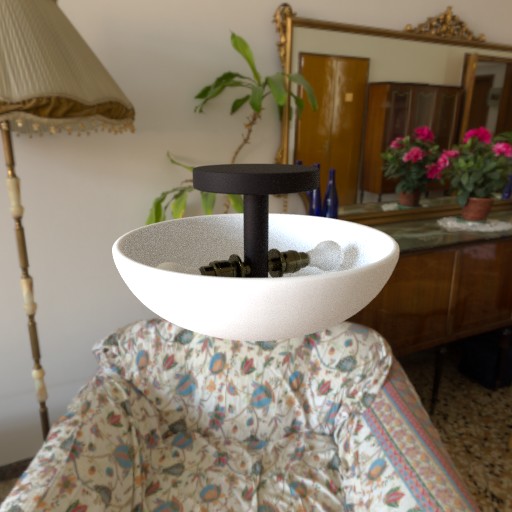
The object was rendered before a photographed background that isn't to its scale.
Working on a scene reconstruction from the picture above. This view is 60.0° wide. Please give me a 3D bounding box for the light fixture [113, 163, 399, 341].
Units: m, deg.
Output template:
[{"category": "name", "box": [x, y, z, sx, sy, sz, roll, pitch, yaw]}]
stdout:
[{"category": "light fixture", "box": [0.000, 0.000, 0.541, 0.331, 0.212, 0.331, 0, 15, 0]}]
